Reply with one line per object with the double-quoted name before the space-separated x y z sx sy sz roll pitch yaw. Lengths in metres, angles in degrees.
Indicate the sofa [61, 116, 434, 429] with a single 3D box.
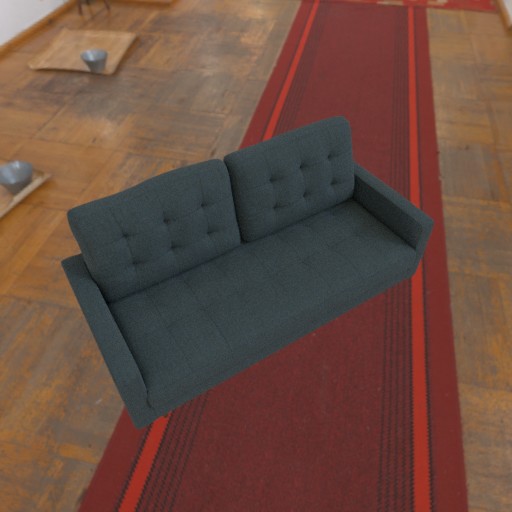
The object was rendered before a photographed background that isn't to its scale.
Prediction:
"sofa" 0.000 0.000 2.655 2.010 1.050 0.966 -25 51 -22
